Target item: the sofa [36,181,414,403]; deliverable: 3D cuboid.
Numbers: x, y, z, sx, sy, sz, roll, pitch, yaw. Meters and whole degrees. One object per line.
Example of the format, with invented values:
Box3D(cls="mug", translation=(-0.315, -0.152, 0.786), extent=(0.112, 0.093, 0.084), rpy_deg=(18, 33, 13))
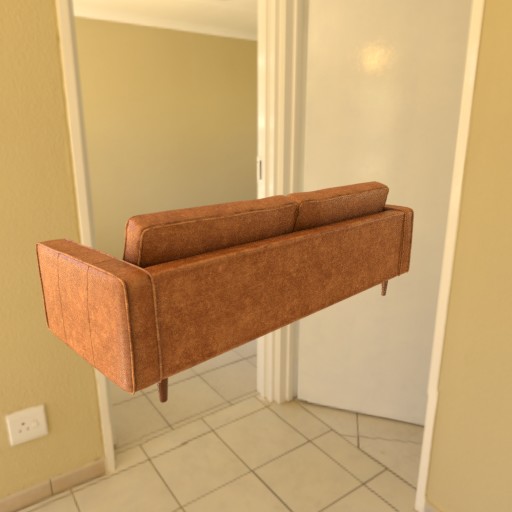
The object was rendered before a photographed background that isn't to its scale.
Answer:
Box3D(cls="sofa", translation=(0.000, 0.000, 2.621), extent=(2.199, 0.779, 0.886), rpy_deg=(-15, 22, -42))
